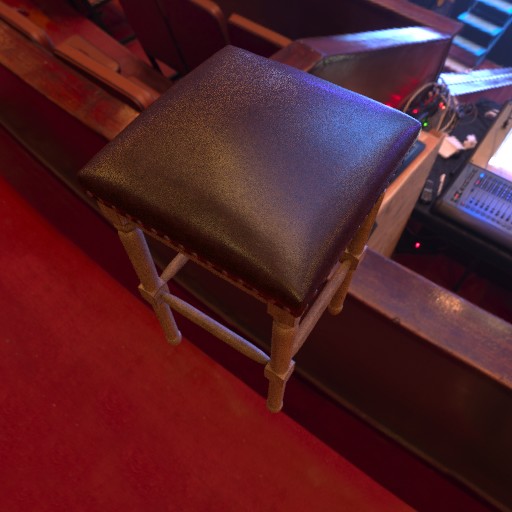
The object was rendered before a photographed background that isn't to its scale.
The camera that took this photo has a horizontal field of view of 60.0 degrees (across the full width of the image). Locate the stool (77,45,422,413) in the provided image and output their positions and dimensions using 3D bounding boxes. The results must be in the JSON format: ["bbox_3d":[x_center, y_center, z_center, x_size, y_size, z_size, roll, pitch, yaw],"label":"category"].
[{"bbox_3d":[0.000,0.000,0.917,0.382,0.702,0.383,29,62,17],"label":"stool"}]
